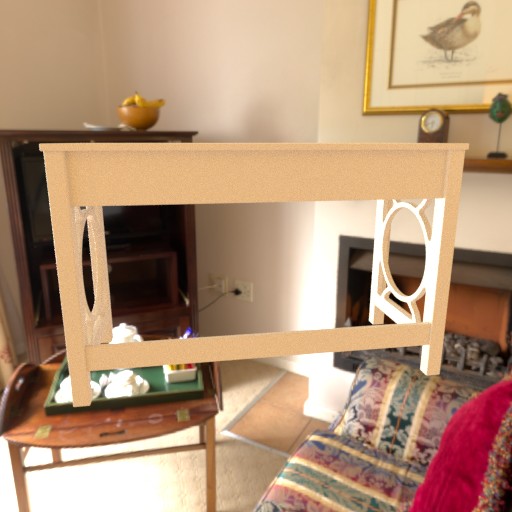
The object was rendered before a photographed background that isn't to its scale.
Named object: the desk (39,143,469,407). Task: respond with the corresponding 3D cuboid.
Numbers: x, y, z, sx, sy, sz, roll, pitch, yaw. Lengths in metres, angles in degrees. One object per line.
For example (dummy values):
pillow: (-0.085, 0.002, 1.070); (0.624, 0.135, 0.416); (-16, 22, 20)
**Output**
desk: (0.000, 0.000, 1.545); (1.191, 0.762, 0.504); (-2, 15, -9)
